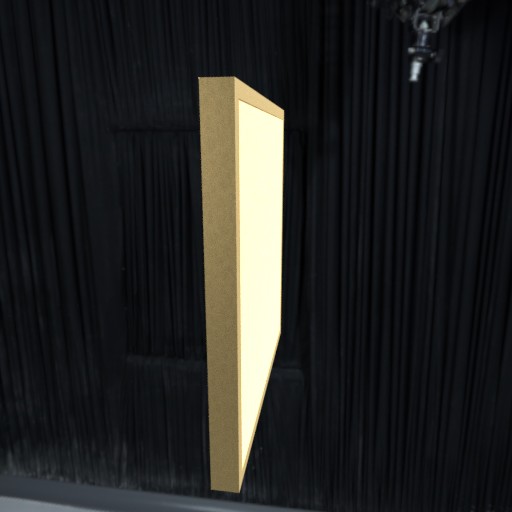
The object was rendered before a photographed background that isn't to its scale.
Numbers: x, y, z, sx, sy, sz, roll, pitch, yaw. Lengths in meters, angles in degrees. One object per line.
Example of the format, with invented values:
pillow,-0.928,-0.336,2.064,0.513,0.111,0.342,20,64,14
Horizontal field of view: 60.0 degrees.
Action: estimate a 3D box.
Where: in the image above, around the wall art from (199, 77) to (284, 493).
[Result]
wall art,0.000,0.000,1.923,0.095,1.284,1.284,2,15,9
